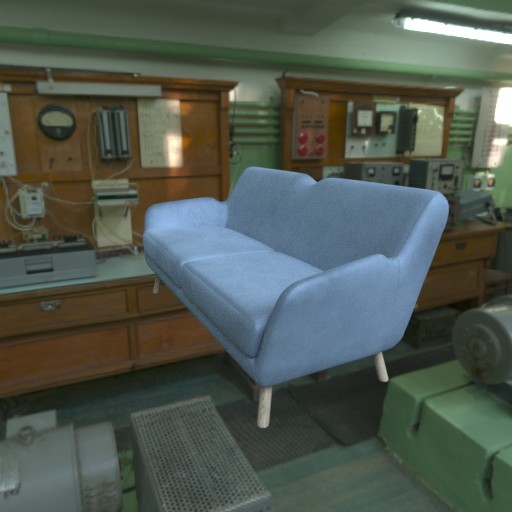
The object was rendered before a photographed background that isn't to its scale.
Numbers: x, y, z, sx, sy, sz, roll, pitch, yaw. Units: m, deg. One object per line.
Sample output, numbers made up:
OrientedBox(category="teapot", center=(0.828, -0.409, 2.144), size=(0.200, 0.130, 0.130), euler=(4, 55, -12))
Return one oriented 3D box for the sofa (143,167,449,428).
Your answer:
OrientedBox(category="sofa", center=(0.000, 0.000, 2.324), size=(0.850, 0.810, 1.870), euler=(-7, 17, -25))
